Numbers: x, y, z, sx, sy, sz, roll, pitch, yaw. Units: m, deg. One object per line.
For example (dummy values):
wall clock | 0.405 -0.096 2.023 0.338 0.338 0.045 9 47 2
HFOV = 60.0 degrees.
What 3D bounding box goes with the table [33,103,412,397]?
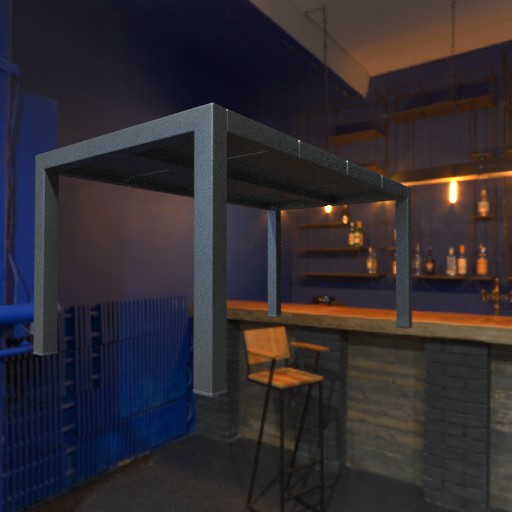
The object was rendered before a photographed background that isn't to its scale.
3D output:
table | 0.000 0.000 1.241 0.559 0.460 0.965 -1 -1 37
